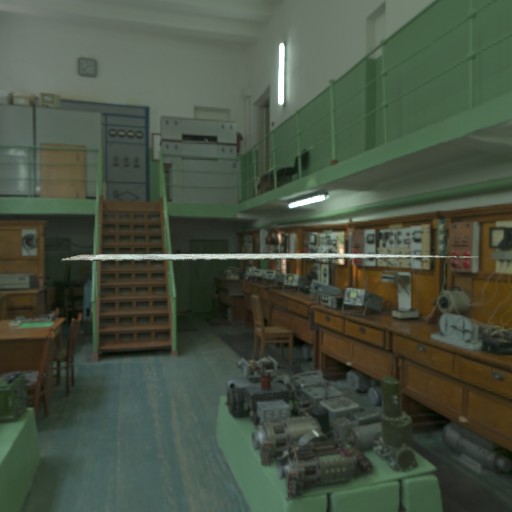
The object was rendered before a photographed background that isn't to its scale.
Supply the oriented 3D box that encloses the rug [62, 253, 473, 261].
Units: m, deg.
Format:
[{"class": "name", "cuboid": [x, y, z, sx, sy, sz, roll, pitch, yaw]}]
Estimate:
[{"class": "rug", "cuboid": [0.000, 0.000, 2.378, 1.829, 0.008, 1.219, 0, 1, -18]}]
